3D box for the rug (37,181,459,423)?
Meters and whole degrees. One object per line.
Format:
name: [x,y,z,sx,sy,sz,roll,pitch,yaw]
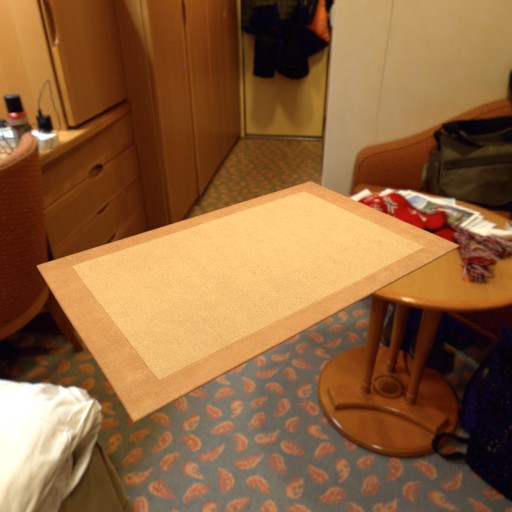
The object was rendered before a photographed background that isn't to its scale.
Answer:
rug: [0.000,0.000,2.995,2.438,0.014,1.524,-21,37,-31]
